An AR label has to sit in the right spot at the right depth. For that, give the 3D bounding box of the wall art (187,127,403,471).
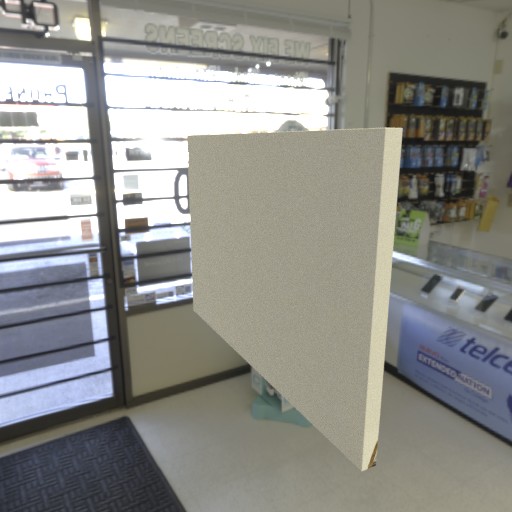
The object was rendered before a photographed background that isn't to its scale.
[{"bbox_3d":[0.000,0.000,1.124,0.038,0.601,0.898,-7,16,-26],"label":"wall art"}]
